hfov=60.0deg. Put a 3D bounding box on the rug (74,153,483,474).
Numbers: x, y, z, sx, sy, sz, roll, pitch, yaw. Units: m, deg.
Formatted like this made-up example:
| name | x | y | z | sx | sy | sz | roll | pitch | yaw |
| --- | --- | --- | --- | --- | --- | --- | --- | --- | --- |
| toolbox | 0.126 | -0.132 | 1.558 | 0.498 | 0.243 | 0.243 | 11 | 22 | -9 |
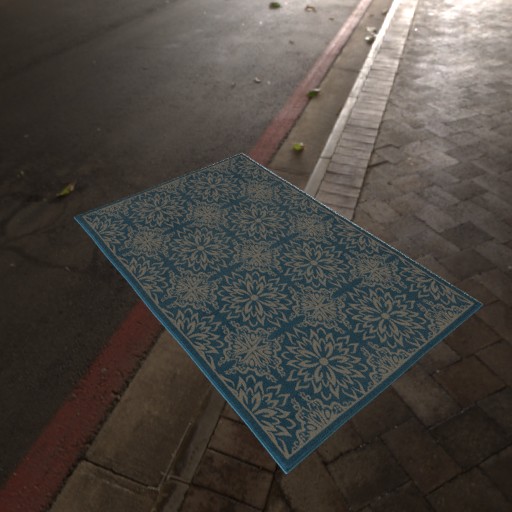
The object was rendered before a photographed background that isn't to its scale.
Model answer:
| name | x | y | z | sx | sy | sz | roll | pitch | yaw |
| --- | --- | --- | --- | --- | --- | --- | --- | --- | --- |
| rug | 0.000 | 0.000 | 2.289 | 1.211 | 0.012 | 1.833 | -28 | 48 | -28 |
